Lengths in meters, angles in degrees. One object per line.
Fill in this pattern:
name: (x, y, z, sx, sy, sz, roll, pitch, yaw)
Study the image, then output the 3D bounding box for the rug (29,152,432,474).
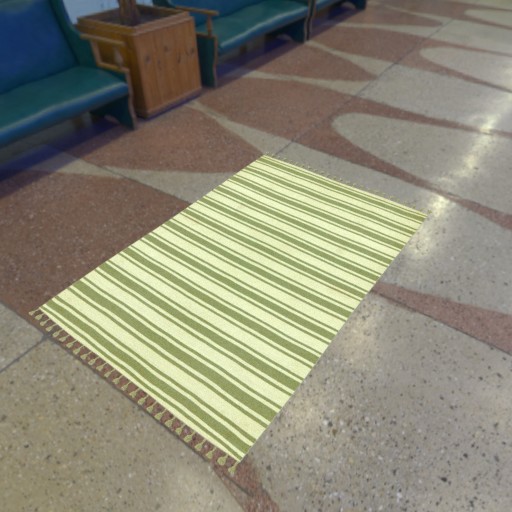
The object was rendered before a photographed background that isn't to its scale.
rug: (0.000, 0.000, 2.976, 1.540, 0.018, 2.435, 26, 48, 26)
